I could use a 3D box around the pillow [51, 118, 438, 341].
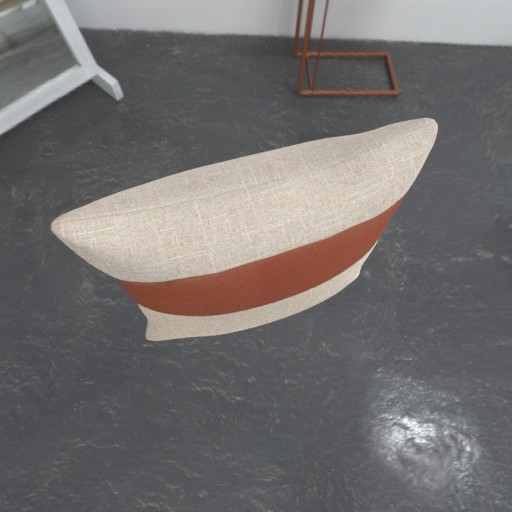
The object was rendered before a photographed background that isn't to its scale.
[{"bbox_3d":[0.000,0.000,0.627,0.414,0.399,0.173,-16,65,-8],"label":"pillow"}]
